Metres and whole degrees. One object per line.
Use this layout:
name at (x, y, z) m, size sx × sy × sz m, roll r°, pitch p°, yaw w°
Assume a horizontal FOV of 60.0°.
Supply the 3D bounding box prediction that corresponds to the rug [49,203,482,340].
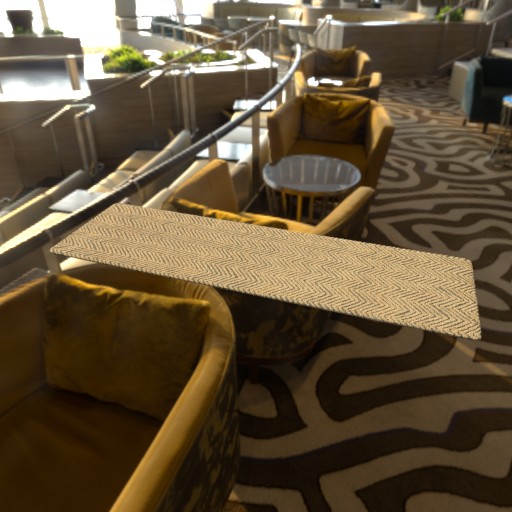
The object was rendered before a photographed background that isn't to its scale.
rug at (0.000, 0.000, 2.491) m, size 2.286 × 0.008 × 0.686 m, roll 10°, pitch 33°, yaw 16°
